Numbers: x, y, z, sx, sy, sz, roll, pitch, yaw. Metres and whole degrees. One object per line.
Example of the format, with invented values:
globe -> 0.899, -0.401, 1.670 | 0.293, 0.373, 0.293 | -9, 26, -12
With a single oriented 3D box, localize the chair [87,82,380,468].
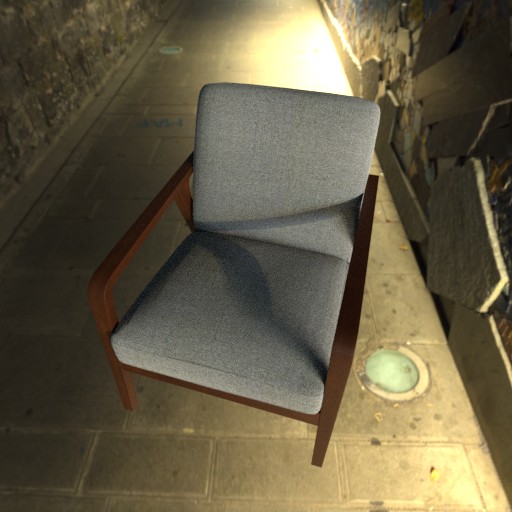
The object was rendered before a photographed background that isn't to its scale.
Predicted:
chair -> 0.000, 0.000, 1.439 | 0.704, 0.847, 0.858 | 11, 42, 13
